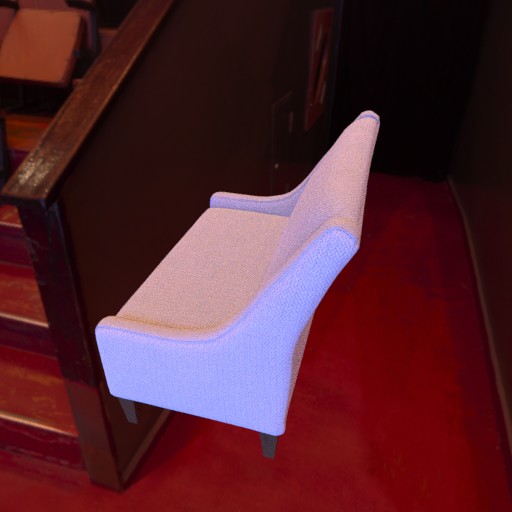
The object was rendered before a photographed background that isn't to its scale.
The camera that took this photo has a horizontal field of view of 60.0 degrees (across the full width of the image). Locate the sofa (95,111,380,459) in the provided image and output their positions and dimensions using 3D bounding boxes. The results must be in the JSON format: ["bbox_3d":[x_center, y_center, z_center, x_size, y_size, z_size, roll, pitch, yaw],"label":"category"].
[{"bbox_3d":[0.000,0.000,1.930,0.870,1.022,1.242,8,33,13],"label":"sofa"}]
